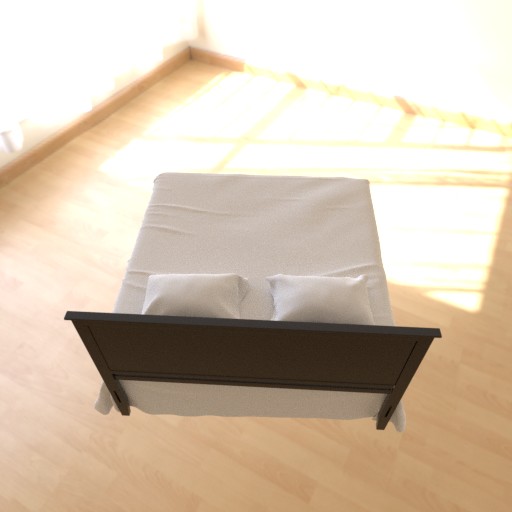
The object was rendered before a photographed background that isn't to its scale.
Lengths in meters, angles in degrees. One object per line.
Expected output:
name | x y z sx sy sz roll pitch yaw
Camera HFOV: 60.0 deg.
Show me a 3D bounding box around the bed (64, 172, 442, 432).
bed | 0.000 0.000 3.547 2.315 1.271 2.219 2 47 2
